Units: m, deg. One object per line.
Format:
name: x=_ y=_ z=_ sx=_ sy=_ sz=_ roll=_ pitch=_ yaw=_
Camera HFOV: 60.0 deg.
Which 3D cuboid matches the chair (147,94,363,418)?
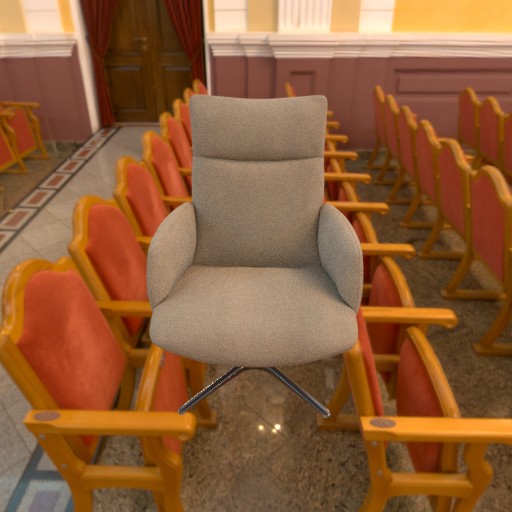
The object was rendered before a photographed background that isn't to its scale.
chair: x=0.000 y=0.000 z=1.657 sx=0.711 sy=1.016 sz=0.889 roll=1 pitch=30 yaw=1
